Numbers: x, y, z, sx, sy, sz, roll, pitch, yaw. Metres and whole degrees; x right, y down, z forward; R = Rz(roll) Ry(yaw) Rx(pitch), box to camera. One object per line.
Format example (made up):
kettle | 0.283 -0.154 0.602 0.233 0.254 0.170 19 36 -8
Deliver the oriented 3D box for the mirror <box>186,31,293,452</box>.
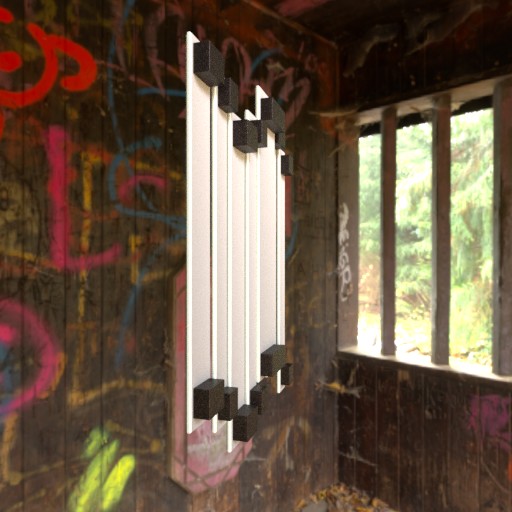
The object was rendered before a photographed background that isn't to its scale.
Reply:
mirror | 0.000 0.000 0.791 0.058 0.611 0.445 0 0 17
